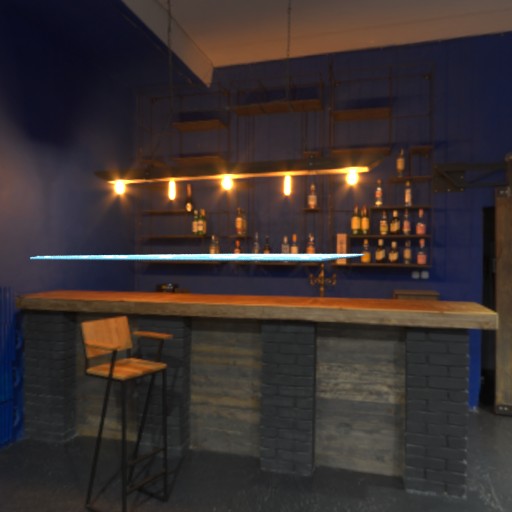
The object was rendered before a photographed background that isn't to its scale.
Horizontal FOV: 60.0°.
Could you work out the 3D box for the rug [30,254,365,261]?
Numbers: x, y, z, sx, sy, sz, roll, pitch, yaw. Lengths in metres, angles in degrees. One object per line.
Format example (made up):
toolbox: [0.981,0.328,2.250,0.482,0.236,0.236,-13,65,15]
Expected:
rug: [0.000,0.000,1.404,0.604,0.007,1.219,0,1,17]
